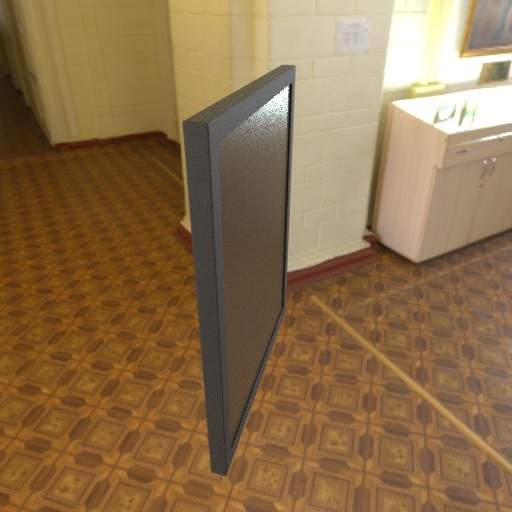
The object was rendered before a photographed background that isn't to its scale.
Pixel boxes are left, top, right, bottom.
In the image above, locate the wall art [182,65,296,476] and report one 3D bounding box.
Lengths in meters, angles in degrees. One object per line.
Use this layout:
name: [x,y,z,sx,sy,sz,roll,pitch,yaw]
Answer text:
wall art: [0.000,0.000,0.765,0.028,0.558,0.457,8,31,13]
